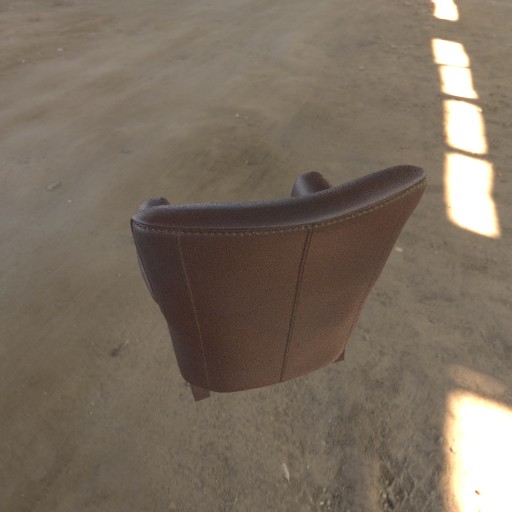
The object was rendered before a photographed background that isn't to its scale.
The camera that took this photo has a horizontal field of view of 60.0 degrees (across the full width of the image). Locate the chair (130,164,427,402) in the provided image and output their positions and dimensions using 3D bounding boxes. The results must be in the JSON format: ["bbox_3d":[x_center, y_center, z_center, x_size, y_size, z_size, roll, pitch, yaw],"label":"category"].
[{"bbox_3d":[0.000,0.000,1.376,0.700,0.800,0.746,-11,41,-13],"label":"chair"}]
